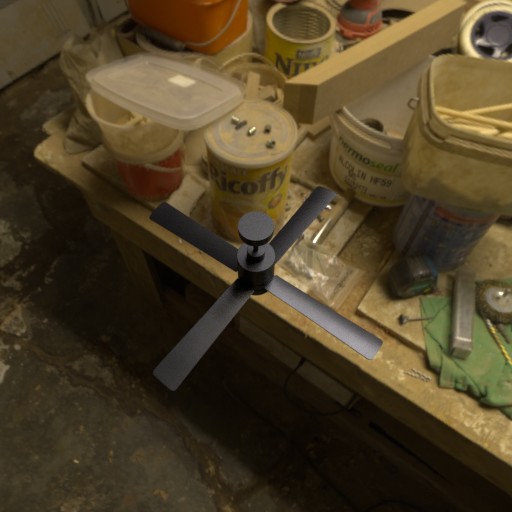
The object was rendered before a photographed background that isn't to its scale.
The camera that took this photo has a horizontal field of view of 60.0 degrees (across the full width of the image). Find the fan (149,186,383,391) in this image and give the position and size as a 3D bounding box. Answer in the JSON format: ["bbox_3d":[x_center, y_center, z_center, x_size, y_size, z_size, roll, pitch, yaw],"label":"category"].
[{"bbox_3d":[0.000,0.000,2.319,1.525,0.534,1.525,33,63,19],"label":"fan"}]
